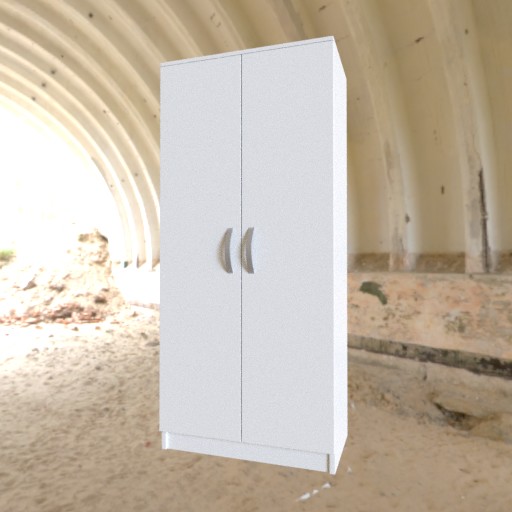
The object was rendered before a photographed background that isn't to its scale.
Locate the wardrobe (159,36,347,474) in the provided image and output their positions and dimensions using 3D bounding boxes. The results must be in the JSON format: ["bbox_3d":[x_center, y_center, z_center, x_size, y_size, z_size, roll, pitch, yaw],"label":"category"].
[{"bbox_3d":[0.000,0.000,2.012,0.760,1.700,0.470,0,-1,18],"label":"wardrobe"}]
